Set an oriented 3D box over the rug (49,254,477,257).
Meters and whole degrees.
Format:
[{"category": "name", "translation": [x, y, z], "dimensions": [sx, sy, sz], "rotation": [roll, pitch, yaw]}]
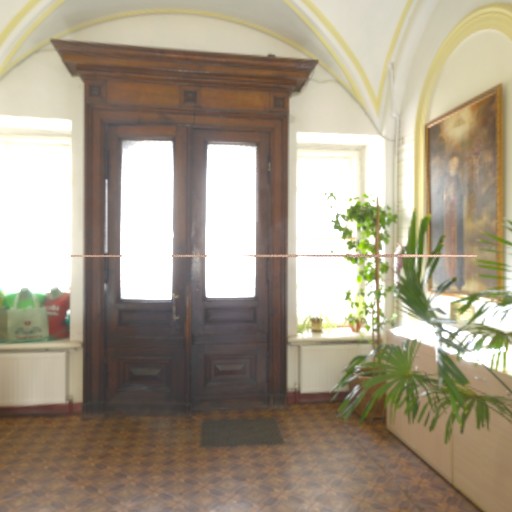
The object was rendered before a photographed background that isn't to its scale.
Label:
[{"category": "rug", "translation": [0.000, 0.000, 2.968], "dimensions": [2.439, 0.011, 1.533], "rotation": [0, 0, 36]}]
